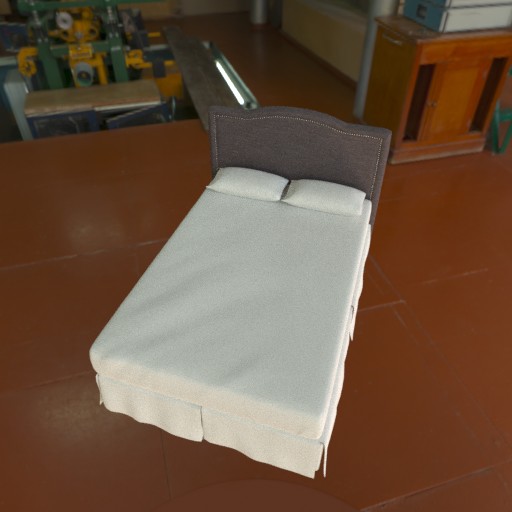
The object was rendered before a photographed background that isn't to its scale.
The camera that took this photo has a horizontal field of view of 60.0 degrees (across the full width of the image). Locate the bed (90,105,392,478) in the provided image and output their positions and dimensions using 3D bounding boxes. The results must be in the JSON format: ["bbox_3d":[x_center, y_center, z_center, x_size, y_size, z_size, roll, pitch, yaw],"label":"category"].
[{"bbox_3d":[0.000,0.000,3.528,1.741,1.441,2.507,12,43,13],"label":"bed"}]
